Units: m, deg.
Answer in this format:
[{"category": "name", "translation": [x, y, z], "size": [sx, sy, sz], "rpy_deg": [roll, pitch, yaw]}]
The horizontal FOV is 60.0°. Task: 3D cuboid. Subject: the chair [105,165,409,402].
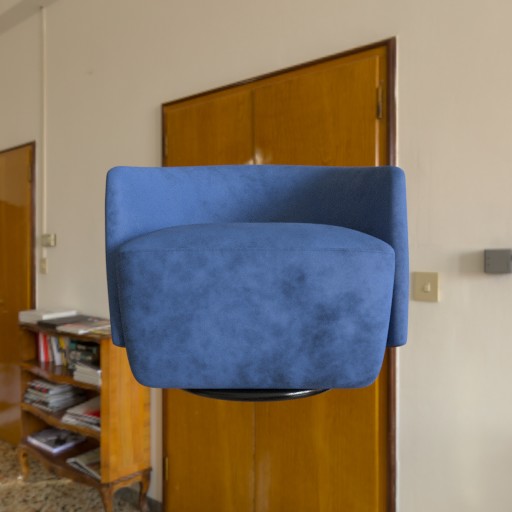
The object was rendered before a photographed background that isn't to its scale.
[{"category": "chair", "translation": [0.000, 0.000, 1.372], "size": [0.773, 0.698, 0.767], "rpy_deg": [0, 0, 0]}]
